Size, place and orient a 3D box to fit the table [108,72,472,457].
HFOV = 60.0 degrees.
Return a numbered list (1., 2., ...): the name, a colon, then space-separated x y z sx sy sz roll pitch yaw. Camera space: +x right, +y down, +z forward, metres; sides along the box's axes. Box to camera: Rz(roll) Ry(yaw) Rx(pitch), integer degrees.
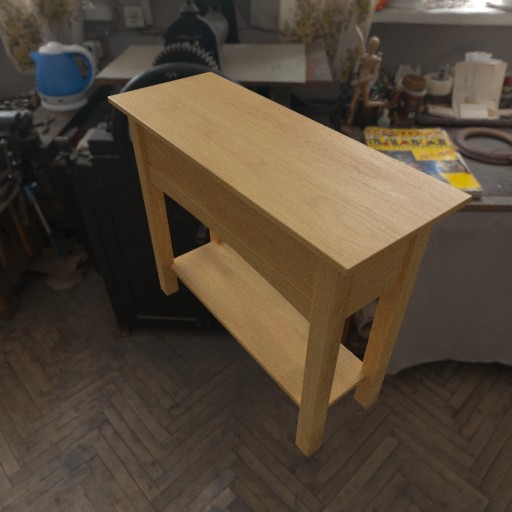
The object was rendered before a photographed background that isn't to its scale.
1. table: 0.000 0.000 1.265 0.340 0.728 0.900 -27 47 -28
